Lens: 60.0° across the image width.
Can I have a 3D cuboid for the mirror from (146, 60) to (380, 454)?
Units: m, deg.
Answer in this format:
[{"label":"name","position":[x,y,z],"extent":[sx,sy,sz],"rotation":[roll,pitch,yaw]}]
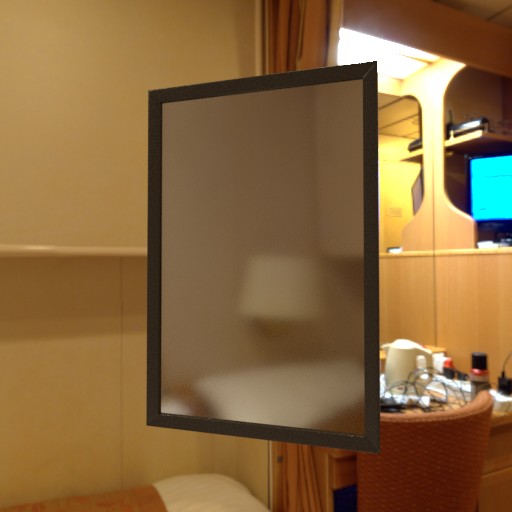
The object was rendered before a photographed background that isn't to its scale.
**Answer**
[{"label":"mirror","position":[0.000,0.000,1.138],"extent":[0.609,0.915,0.040],"rotation":[0,-1,17]}]
